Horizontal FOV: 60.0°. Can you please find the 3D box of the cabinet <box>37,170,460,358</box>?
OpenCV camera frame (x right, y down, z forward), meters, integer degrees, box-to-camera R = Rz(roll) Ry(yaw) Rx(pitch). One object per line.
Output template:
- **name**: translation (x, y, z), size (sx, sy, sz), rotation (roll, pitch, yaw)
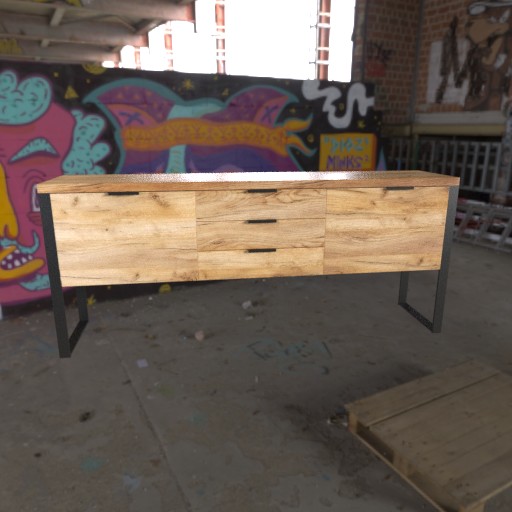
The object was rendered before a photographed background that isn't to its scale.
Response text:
- **cabinet**: translation (0.000, 0.000, 2.148), size (1.800, 0.762, 0.395), rotation (-2, 16, -8)
